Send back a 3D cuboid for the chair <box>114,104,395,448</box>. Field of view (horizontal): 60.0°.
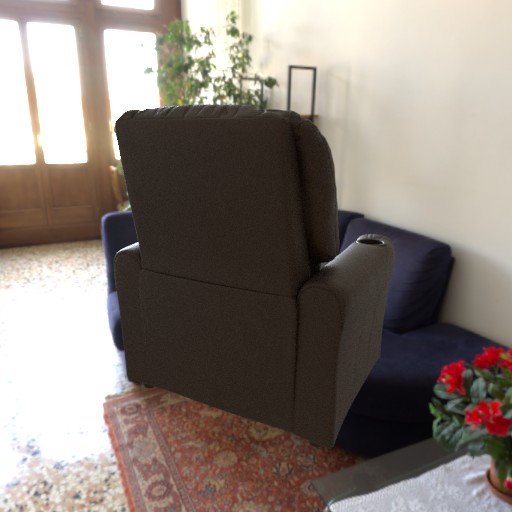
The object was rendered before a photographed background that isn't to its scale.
[{"bbox_3d":[0.000,0.000,1.122,0.610,0.709,0.521,9,18,27],"label":"chair"}]
